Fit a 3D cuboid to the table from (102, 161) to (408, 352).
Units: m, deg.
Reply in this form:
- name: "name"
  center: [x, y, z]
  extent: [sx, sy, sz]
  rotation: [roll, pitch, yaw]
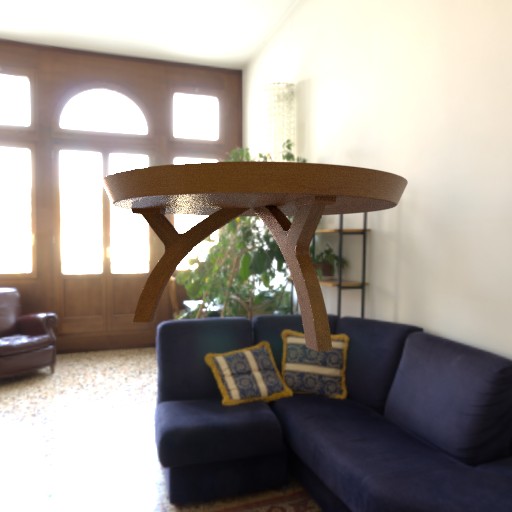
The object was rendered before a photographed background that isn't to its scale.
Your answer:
- name: "table"
  center: [0.000, 0.000, 1.539]
  extent: [1.016, 0.470, 1.016]
  rotation: [0, 2, 0]
